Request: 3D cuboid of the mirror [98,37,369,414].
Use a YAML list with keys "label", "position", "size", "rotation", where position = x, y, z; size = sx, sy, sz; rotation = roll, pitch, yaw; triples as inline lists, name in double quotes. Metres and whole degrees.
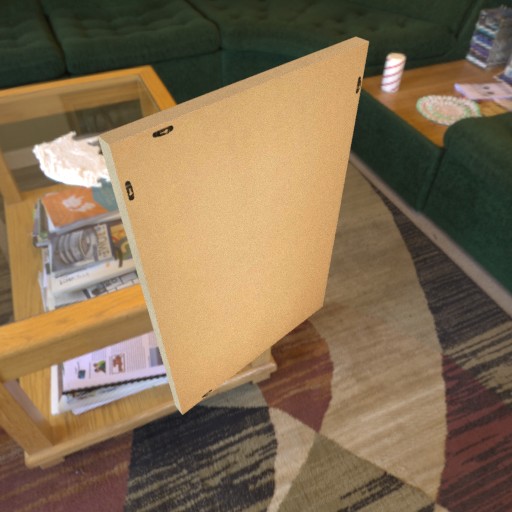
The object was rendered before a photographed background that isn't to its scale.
- label: "mirror"
  position: [0.000, 0.000, 1.134]
  size: [0.609, 0.915, 0.041]
  rotation: [-32, 54, -27]
